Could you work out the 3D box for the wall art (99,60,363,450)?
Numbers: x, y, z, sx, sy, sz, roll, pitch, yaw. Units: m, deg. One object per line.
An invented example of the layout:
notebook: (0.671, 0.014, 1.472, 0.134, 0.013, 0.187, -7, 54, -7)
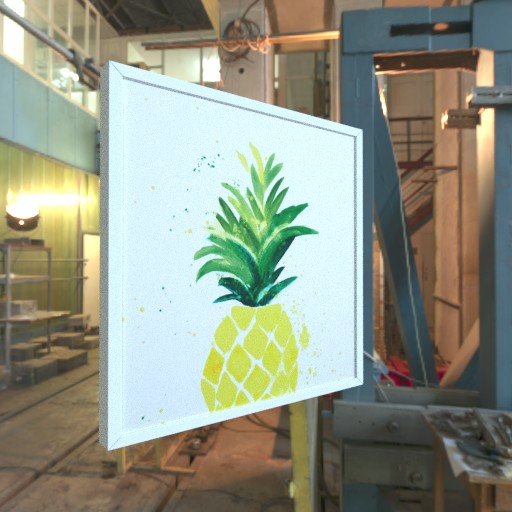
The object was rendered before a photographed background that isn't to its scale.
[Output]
wall art: (0.000, 0.000, 0.743, 0.508, 0.507, 0.035, 0, -1, -37)
